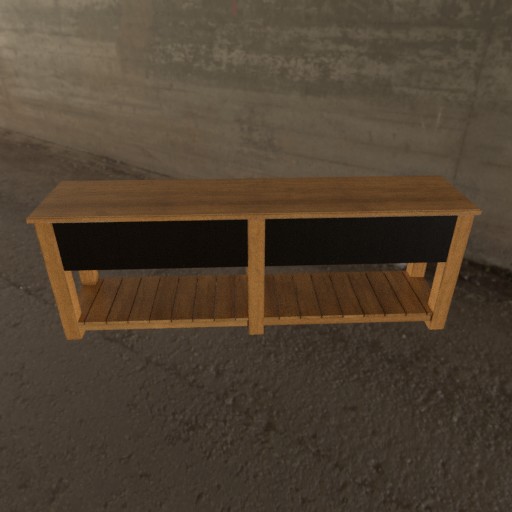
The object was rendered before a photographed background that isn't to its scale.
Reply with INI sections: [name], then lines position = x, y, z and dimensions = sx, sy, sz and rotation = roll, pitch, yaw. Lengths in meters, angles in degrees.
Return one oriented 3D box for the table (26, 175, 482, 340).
[table]
position = 0.000, 0.000, 2.104
dimensions = 1.815, 0.635, 0.425
rotation = -1, 30, -2
